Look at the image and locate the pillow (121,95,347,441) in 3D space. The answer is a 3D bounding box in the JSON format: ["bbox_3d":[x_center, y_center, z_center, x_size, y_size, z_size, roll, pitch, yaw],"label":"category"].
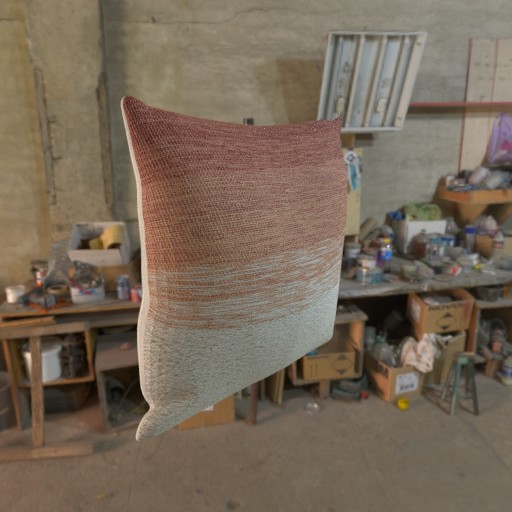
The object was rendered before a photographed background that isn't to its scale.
[{"bbox_3d":[0.000,0.000,0.685,0.182,0.441,0.440,14,20,43],"label":"pillow"}]
